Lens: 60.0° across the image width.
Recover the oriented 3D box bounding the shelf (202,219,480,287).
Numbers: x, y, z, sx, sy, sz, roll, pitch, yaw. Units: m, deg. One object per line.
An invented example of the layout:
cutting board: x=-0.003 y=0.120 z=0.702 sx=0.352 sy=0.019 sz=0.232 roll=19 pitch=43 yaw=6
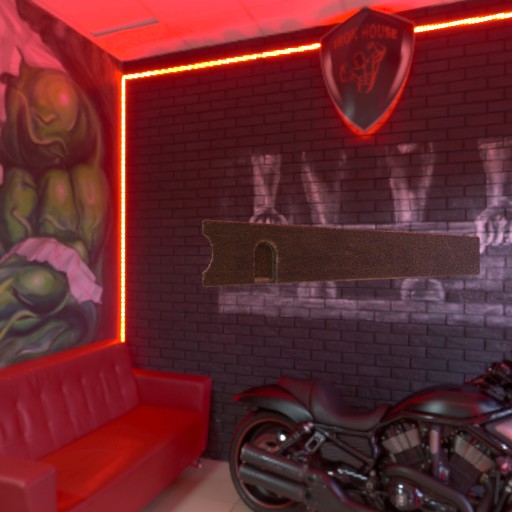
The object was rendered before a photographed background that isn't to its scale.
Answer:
shelf: x=0.000 y=0.000 z=0.435 sx=0.296 sy=0.035 sz=0.296 roll=0 pitch=0 yaw=-38
